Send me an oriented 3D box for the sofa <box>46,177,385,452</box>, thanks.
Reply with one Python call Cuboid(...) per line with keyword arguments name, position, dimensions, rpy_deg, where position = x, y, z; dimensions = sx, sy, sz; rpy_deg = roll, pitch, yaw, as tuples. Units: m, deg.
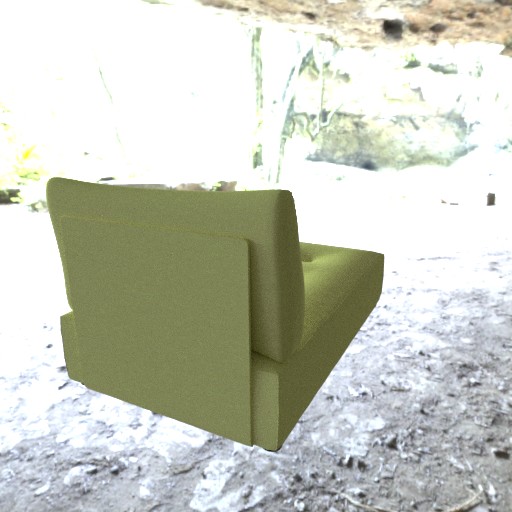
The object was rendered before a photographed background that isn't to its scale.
Cuboid(name="sofa", position=(0.000, 0.000, 2.025), dimensions=(0.930, 0.820, 1.450), rpy_deg=(8, 18, 26))
